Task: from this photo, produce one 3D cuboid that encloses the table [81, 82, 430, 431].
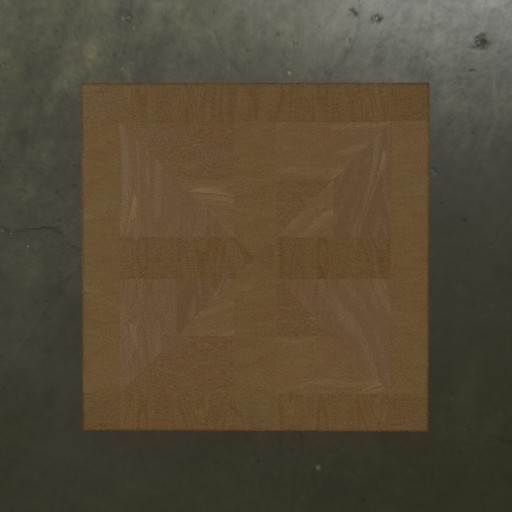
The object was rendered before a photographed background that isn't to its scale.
[{"bbox_3d":[0.000,0.000,1.097,0.610,0.638,0.612,0,91,0],"label":"table"}]
